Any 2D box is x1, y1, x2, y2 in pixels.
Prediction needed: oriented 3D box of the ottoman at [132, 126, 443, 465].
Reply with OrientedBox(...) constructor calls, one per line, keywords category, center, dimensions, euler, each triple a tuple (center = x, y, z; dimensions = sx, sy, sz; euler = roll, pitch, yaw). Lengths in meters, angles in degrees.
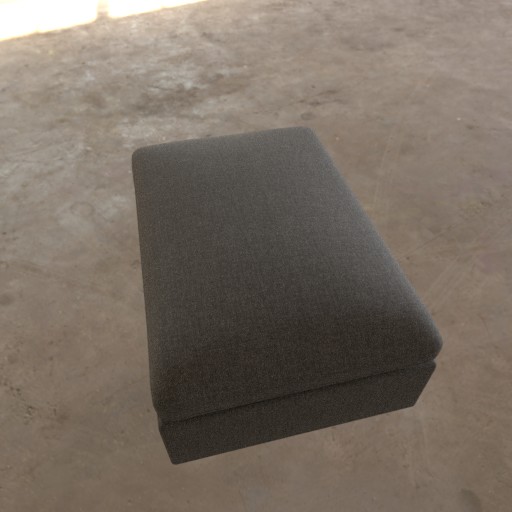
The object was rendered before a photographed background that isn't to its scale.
OrientedBox(category="ottoman", center=(0.000, 0.000, 1.437), dimensions=(0.711, 0.483, 1.041), euler=(-10, 47, -9))
